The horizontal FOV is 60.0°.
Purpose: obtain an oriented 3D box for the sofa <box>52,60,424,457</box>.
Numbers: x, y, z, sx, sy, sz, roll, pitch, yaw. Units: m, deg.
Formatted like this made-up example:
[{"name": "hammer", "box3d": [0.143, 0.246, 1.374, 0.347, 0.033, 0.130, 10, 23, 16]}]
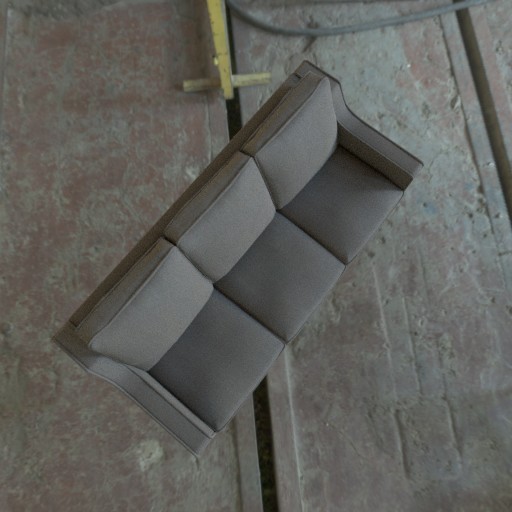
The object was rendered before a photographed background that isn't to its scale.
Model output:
[{"name": "sofa", "box3d": [0.000, 0.000, 2.542, 0.911, 0.974, 1.986, 38, 79, 9]}]
